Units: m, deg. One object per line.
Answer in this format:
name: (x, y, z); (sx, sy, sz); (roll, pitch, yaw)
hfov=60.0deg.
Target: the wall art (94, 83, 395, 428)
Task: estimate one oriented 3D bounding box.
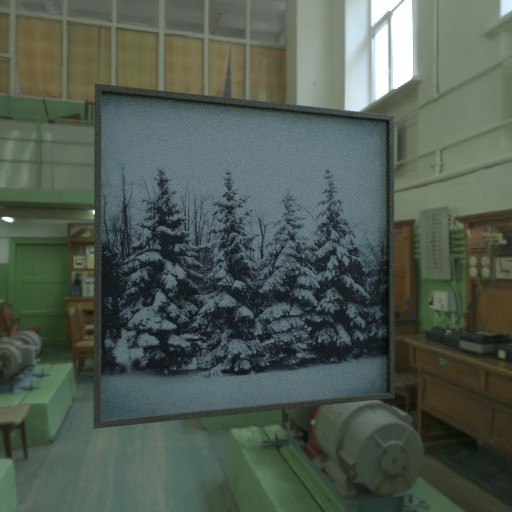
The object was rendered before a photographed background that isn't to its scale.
wall art: (0.000, 0.000, 0.741); (0.507, 0.507, 0.037); (0, -1, -17)
